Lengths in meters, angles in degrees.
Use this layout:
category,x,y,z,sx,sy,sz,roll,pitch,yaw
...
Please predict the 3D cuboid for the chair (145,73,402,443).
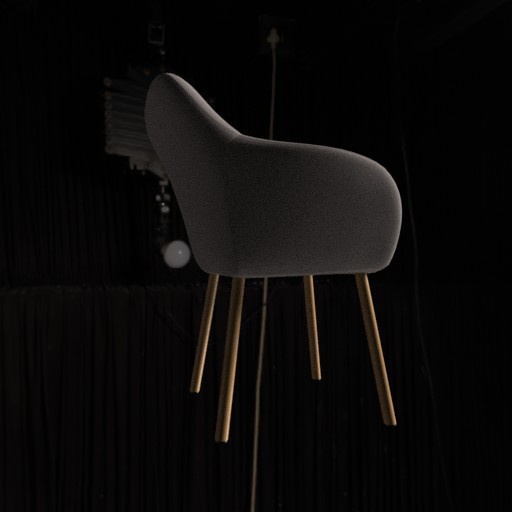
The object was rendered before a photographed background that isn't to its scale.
category,x,y,z,sx,sy,sz,roll,pitch,yaw
chair,0.000,0.000,1.218,0.590,0.830,0.570,0,0,-17
